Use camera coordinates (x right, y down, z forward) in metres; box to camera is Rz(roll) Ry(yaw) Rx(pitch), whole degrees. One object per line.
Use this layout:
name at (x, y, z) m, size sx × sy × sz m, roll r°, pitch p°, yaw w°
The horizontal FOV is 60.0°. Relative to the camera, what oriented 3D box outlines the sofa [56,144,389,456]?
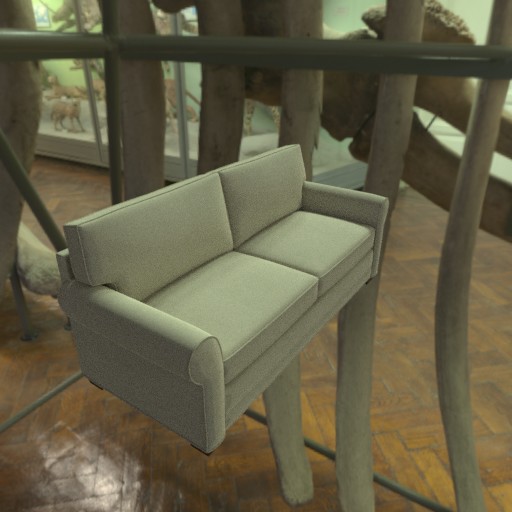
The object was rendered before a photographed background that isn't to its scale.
sofa at (0.000, 0.000, 2.682) m, size 0.901 × 0.962 × 2.146 m, roll 17°, pitch 31°, yaw 30°
